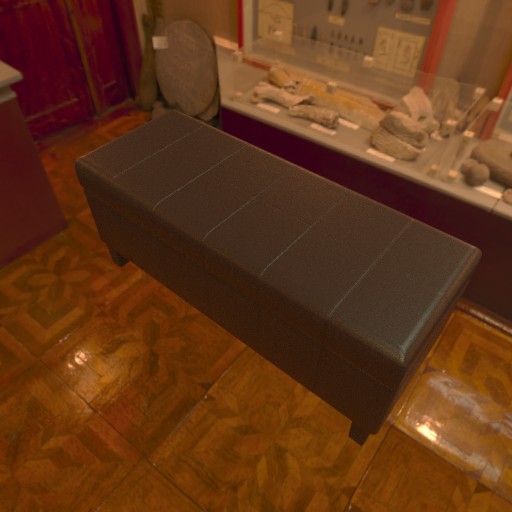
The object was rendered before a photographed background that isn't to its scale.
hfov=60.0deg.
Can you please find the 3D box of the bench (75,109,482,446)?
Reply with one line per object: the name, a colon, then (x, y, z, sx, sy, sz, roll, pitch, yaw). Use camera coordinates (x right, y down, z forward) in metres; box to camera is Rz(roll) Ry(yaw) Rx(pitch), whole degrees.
bench: (0.000, 0.000, 1.351, 1.092, 0.457, 0.429, 31, 54, 26)
